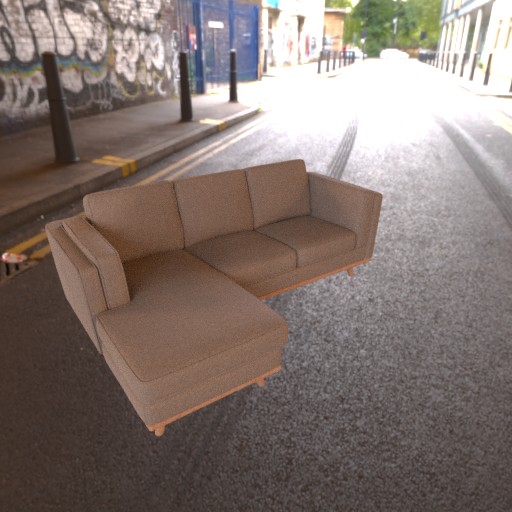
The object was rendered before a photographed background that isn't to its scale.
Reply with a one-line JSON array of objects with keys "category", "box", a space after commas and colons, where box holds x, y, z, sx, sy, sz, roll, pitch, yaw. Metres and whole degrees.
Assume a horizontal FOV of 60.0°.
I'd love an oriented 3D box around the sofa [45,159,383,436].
[{"category": "sofa", "box": [0.000, 0.000, 3.132, 2.411, 0.929, 1.604, -17, 30, -31]}]
